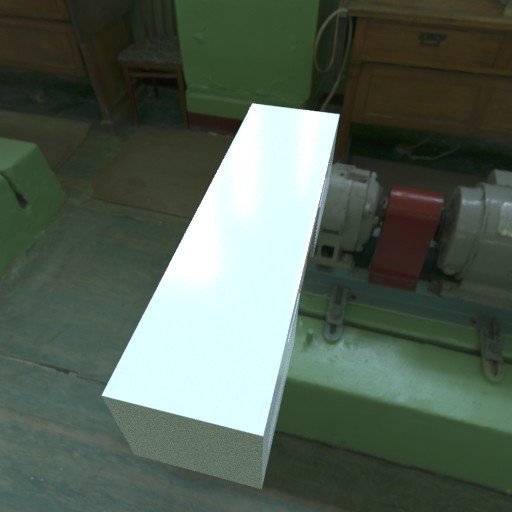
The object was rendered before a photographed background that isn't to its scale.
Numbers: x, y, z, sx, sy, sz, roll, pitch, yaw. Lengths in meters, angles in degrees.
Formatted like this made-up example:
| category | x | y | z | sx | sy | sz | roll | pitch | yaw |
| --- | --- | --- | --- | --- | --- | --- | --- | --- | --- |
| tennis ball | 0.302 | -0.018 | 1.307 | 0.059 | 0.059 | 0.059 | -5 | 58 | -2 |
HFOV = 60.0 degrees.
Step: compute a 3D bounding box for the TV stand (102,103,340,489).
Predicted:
| category | x | y | z | sx | sy | sz | roll | pitch | yaw |
| --- | --- | --- | --- | --- | --- | --- | --- | --- | --- |
| TV stand | 0.000 | 0.000 | 1.717 | 0.410 | 0.440 | 1.500 | 10 | 48 | 10 |
